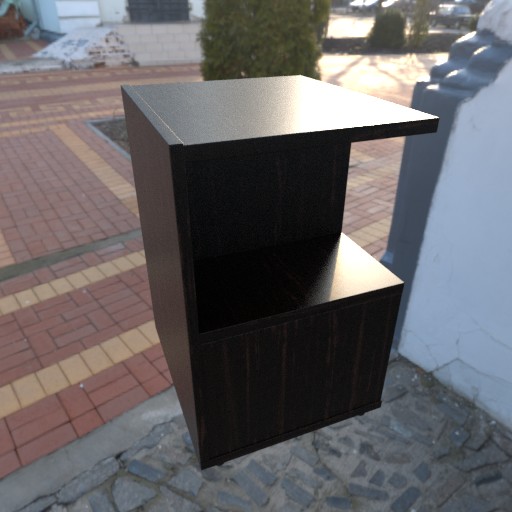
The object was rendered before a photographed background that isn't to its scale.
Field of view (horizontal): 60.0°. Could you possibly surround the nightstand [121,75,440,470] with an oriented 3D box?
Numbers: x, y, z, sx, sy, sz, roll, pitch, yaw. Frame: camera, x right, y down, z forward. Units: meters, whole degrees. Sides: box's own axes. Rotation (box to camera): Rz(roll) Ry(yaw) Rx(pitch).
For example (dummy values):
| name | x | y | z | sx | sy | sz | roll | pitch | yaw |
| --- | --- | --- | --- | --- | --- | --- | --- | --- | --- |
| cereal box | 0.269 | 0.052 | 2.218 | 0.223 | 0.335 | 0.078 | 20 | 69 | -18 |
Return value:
| name | x | y | z | sx | sy | sz | roll | pitch | yaw |
| --- | --- | --- | --- | --- | --- | --- | --- | --- | --- |
| nightstand | 0.000 | 0.000 | 0.819 | 0.356 | 0.559 | 0.400 | -11 | 32 | -19 |
